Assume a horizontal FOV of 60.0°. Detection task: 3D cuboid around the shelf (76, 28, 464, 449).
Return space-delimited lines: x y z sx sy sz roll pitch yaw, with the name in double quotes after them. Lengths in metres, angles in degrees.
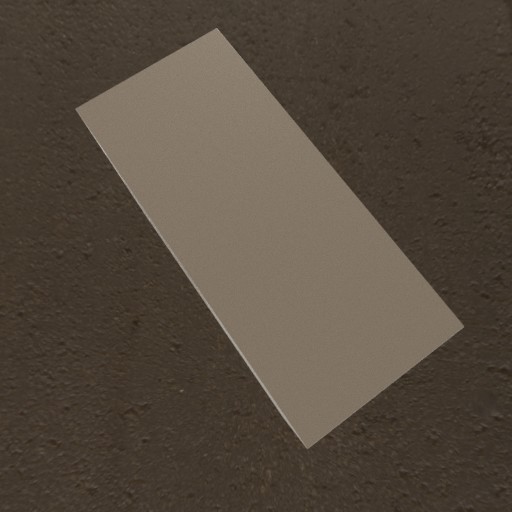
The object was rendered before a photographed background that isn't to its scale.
0.000 0.000 1.313 0.396 0.732 0.895 -34 77 -9 "shelf"
